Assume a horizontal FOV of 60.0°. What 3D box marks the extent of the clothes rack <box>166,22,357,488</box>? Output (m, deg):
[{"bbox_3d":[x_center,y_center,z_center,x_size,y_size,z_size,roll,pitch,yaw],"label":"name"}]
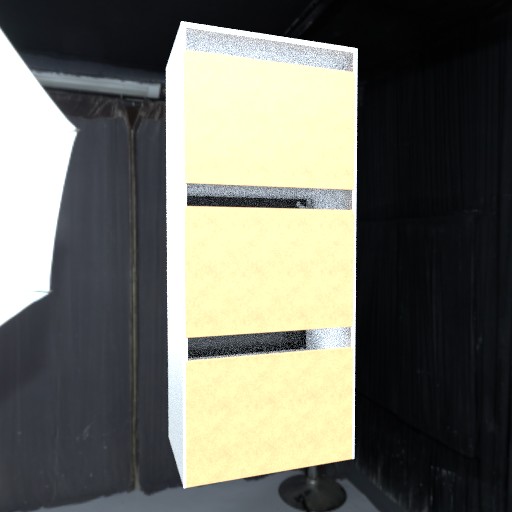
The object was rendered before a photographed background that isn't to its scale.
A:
[{"bbox_3d":[0.000,0.000,1.360,0.500,1.187,0.330,-1,2,-18],"label":"clothes rack"}]
